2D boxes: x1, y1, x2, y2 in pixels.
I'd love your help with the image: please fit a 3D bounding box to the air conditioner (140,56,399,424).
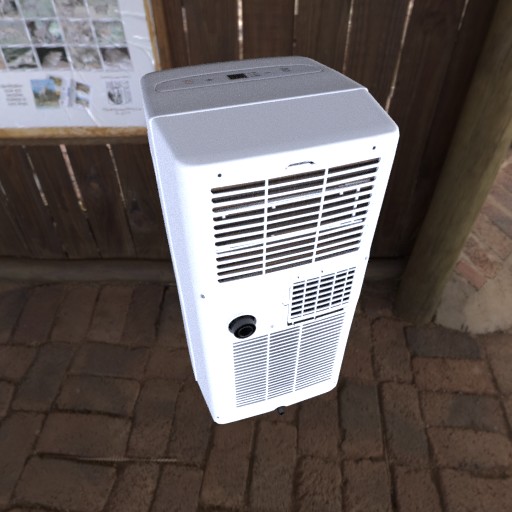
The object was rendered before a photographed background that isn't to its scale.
[{"bbox_3d":[0.000,0.000,0.808,0.304,0.606,0.349,-13,44,-14],"label":"air conditioner"}]
